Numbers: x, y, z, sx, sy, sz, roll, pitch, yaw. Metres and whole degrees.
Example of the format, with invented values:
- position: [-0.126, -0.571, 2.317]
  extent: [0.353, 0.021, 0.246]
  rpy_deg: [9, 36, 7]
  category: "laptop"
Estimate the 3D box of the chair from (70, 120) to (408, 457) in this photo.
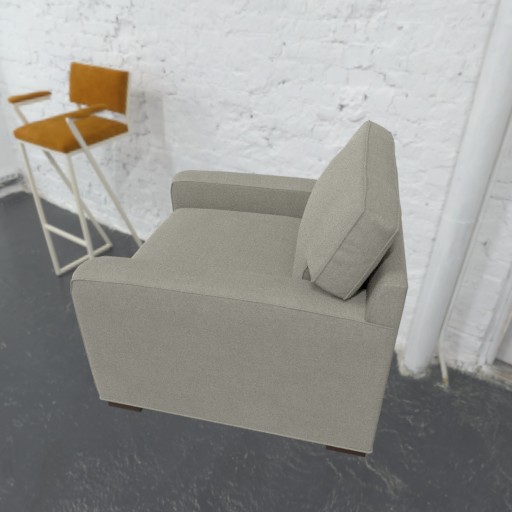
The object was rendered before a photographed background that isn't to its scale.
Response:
- position: [0.000, 0.000, 1.795]
  extent: [1.044, 0.934, 0.999]
  rpy_deg: [7, 32, 11]
  category: "chair"
